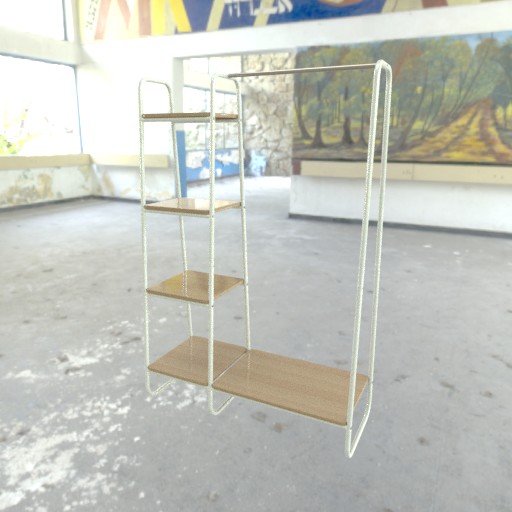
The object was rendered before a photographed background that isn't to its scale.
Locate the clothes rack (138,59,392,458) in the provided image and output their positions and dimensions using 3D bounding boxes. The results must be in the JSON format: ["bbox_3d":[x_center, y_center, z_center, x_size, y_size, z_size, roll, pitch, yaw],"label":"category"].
[{"bbox_3d":[0.000,0.000,1.932,1.011,1.500,0.400,7,17,26],"label":"clothes rack"}]
